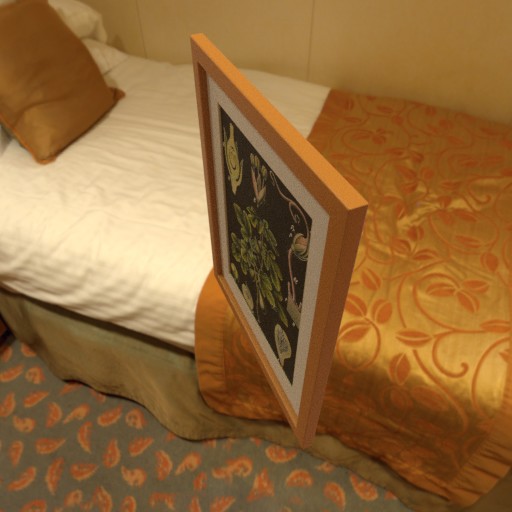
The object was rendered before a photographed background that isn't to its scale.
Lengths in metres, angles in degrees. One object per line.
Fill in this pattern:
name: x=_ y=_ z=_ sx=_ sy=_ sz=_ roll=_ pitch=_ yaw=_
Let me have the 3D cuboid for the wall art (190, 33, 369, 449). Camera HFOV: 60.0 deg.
wall art: x=0.000 y=0.000 z=0.503 sx=0.015 sy=0.379 sz=0.310 roll=-18 pitch=49 yaw=-16
